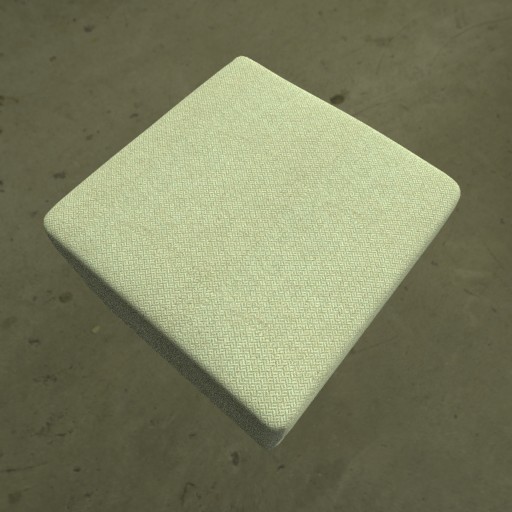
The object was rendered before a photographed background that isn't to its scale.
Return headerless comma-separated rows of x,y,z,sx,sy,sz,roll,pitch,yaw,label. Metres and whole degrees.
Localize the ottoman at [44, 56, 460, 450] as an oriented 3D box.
0.000,0.000,0.898,0.512,0.453,0.521,37,69,17,ottoman
